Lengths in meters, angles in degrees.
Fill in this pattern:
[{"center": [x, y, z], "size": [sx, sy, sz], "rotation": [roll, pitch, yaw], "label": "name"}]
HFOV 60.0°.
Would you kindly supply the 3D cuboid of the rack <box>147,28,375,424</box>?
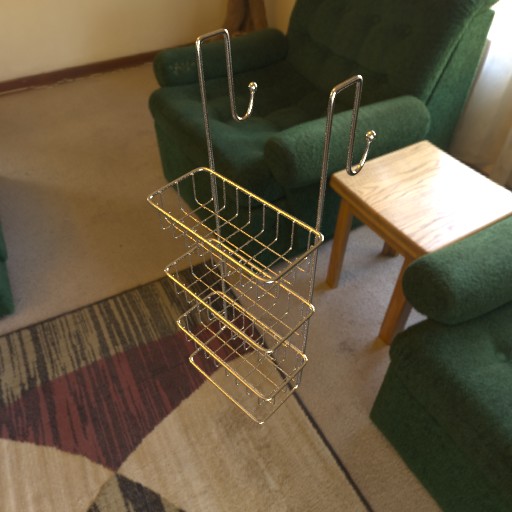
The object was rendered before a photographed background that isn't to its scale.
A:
[{"center": [0.000, 0.000, 0.663], "size": [0.228, 0.574, 0.202], "rotation": [34, 54, 29], "label": "rack"}]
